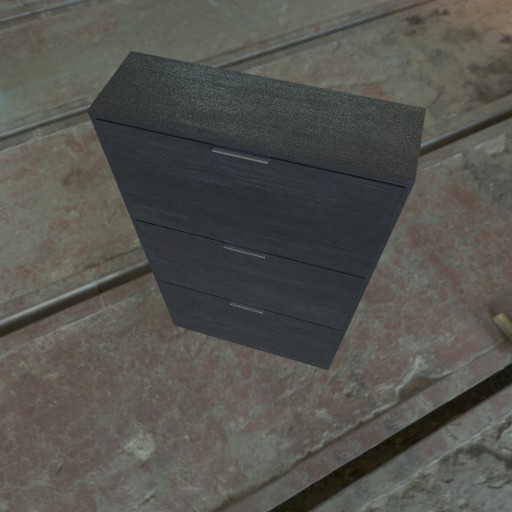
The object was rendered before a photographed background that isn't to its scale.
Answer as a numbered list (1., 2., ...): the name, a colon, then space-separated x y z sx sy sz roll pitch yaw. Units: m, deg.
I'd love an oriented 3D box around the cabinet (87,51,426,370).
1. cabinet: 0.000 0.000 1.569 0.750 1.280 0.250 15 60 9
